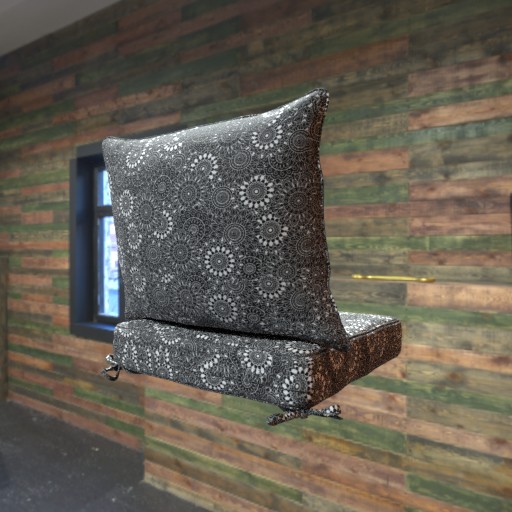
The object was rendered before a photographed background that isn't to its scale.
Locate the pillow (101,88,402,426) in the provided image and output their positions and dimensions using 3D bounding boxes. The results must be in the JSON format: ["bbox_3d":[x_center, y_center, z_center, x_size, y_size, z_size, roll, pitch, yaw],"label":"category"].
[{"bbox_3d":[0.000,0.000,1.375,0.798,0.722,0.740,1,1,36],"label":"pillow"}]
